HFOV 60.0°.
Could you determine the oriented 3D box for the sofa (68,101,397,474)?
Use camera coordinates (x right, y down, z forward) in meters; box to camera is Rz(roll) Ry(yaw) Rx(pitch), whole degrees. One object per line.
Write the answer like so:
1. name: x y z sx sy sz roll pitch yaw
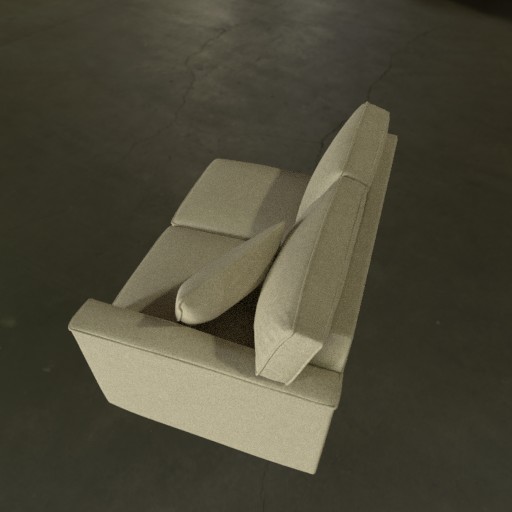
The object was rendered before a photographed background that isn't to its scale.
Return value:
1. sofa: 0.000 0.000 2.023 0.991 0.989 1.388 14 47 13
